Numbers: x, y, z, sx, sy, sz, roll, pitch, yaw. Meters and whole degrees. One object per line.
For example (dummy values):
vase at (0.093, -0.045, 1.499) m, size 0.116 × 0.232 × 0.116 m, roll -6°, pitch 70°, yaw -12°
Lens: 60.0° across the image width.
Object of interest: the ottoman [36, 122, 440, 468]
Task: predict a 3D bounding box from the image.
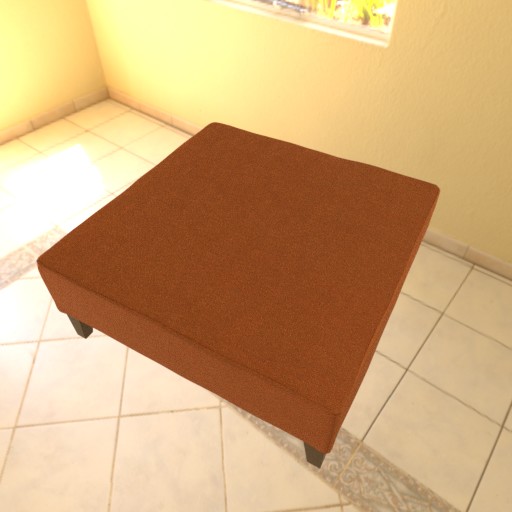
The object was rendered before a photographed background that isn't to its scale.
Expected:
ottoman at (0.000, 0.000, 1.576) m, size 0.997 × 0.438 × 0.999 m, roll 22°, pitch 49°, yaw 20°
